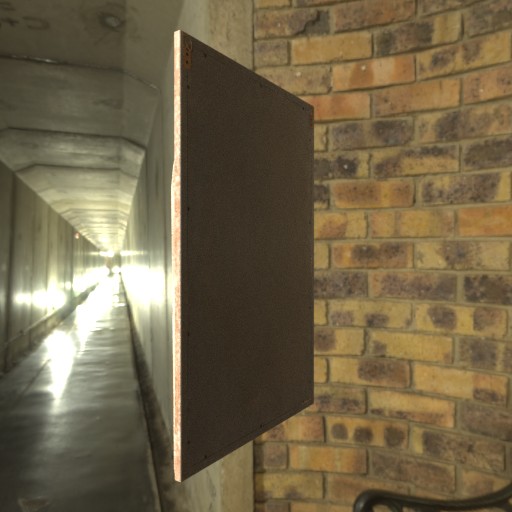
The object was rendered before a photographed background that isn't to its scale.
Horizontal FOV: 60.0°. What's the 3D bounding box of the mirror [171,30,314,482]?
[{"bbox_3d":[0.000,0.000,0.979,0.058,0.787,0.495,0,1,35],"label":"mirror"}]
